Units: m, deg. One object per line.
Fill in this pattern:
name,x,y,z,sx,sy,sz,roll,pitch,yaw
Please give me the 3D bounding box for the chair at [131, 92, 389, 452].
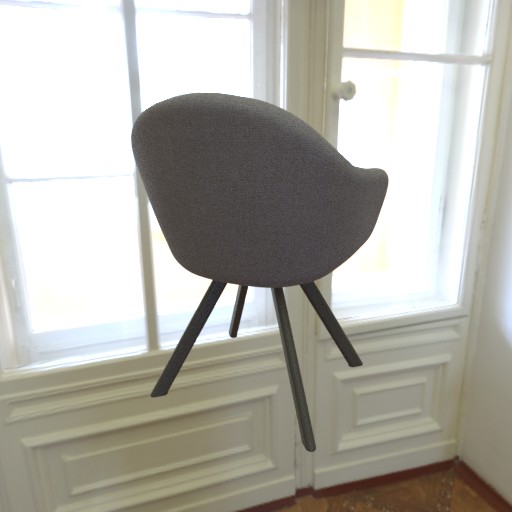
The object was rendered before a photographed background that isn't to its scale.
chair,0.000,0.000,1.182,0.590,0.795,0.550,8,19,26
